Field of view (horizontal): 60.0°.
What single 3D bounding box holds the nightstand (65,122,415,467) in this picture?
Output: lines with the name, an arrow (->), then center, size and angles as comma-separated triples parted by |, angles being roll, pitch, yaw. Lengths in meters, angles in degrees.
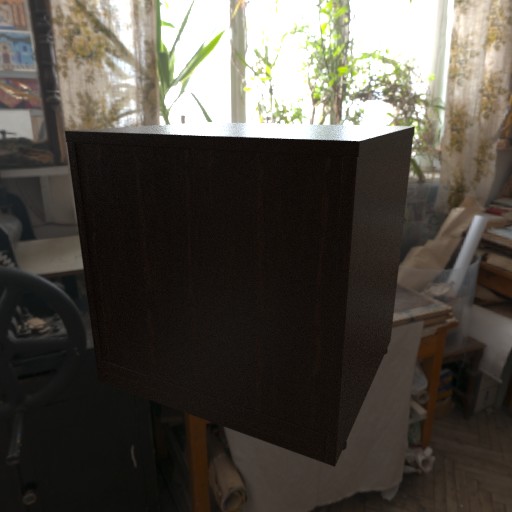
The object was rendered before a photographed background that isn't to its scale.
nightstand -> 0.000, 0.000, 0.879 | 0.489, 0.487, 0.427 | 9, 21, 25
